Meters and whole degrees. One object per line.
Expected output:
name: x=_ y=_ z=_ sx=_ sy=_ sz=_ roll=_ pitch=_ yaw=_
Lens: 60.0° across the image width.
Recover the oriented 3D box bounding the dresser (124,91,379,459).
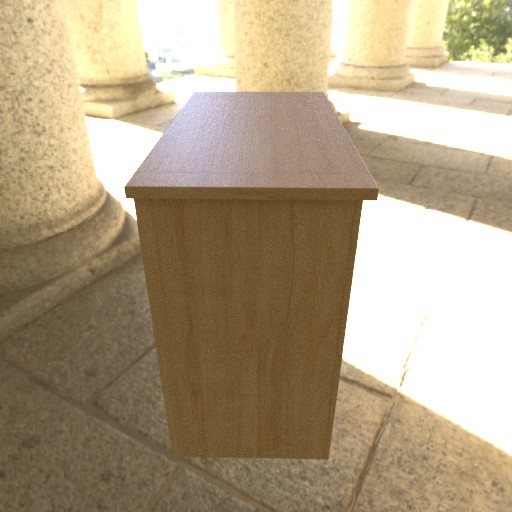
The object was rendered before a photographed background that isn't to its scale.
dresser: x=0.000 y=0.000 z=1.240 sx=0.410 sy=0.730 sz=0.800 roll=1 pitch=31 yaw=1
